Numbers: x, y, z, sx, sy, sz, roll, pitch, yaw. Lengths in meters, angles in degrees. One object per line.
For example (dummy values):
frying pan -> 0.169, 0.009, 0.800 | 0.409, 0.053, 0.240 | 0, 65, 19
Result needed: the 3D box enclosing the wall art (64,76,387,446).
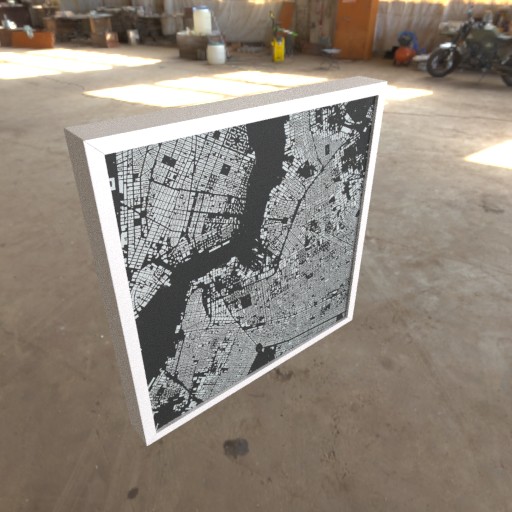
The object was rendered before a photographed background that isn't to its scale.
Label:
wall art -> 0.000, 0.000, 0.449 | 0.305, 0.305, 0.037 | -23, 39, -32
